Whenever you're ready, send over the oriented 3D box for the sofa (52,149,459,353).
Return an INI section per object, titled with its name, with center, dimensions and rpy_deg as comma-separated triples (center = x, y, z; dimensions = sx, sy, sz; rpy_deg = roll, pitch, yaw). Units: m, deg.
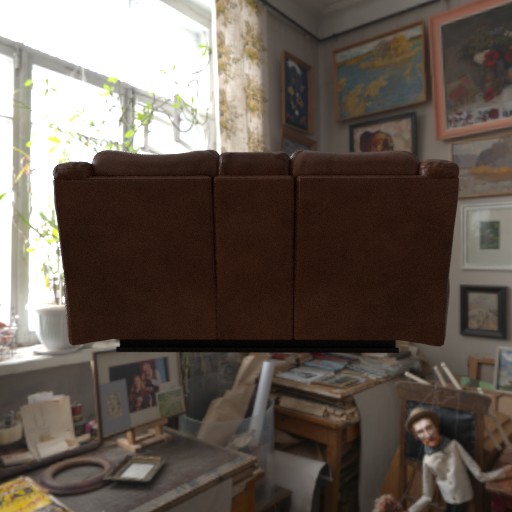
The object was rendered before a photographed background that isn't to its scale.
[sofa]
center = 0.000, 0.000, 2.565
dimensions = 2.058, 1.043, 0.991
rpy_deg = 0, -1, 1
